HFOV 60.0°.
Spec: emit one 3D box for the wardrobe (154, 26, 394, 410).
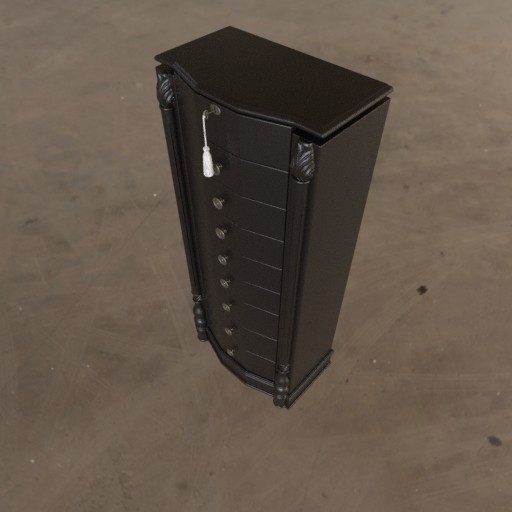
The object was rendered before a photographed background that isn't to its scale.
[{"bbox_3d":[0.000,0.000,1.204,0.444,1.011,0.295,34,56,27],"label":"wardrobe"}]
